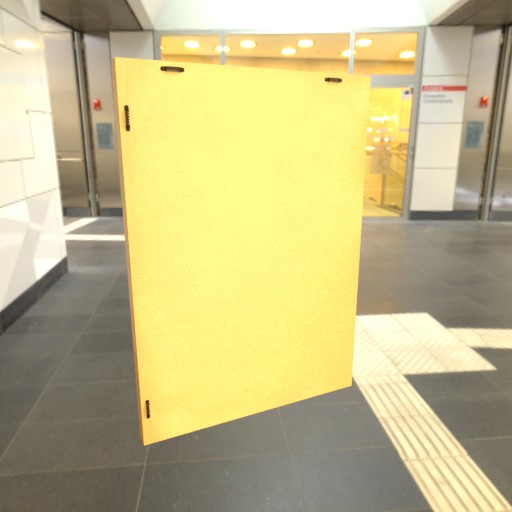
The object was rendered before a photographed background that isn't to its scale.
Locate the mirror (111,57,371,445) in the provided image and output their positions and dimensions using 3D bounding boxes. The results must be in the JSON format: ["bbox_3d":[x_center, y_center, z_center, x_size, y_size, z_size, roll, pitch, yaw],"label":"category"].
[{"bbox_3d":[0.000,0.000,0.904,0.507,0.710,0.040,-7,16,-25],"label":"mirror"}]
